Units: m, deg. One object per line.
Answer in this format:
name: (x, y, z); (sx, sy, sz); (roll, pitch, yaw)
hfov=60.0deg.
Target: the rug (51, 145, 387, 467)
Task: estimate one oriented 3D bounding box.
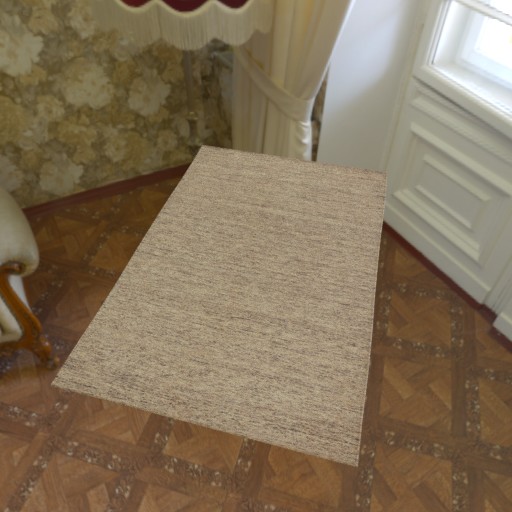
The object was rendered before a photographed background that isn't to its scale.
rug: (0.000, 0.000, 2.866); (1.547, 0.013, 2.283); (11, 47, 10)
